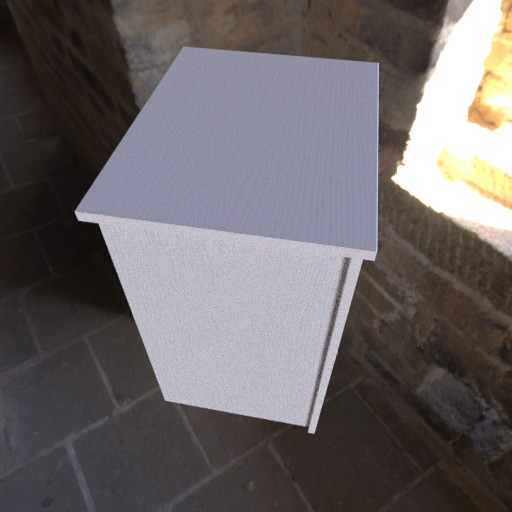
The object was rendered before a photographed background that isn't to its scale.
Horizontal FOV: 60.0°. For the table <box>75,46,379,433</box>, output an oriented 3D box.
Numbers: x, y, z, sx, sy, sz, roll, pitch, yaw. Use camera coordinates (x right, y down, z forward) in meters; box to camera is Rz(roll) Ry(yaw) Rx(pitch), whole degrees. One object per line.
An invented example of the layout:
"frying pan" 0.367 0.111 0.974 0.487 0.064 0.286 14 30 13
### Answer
"table" 0.000 0.000 0.934 0.381 0.635 0.480 8 49 7
